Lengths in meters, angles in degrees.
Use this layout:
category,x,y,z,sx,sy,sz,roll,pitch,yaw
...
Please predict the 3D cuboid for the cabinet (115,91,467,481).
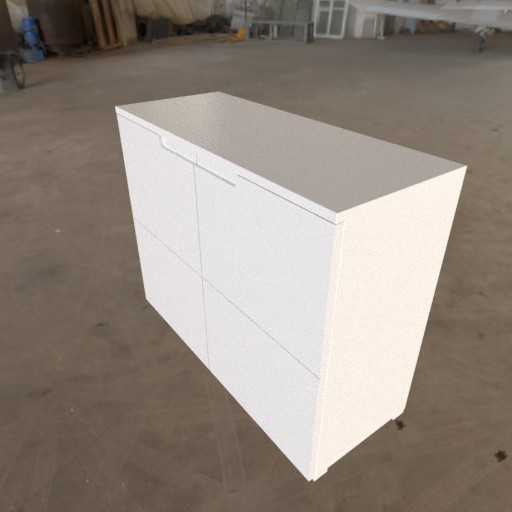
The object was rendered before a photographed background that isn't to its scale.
category,x,y,z,sx,sy,sz,roll,pitch,yaw
cabinet,0.000,0.000,1.411,0.400,0.800,1.000,-21,37,-31
